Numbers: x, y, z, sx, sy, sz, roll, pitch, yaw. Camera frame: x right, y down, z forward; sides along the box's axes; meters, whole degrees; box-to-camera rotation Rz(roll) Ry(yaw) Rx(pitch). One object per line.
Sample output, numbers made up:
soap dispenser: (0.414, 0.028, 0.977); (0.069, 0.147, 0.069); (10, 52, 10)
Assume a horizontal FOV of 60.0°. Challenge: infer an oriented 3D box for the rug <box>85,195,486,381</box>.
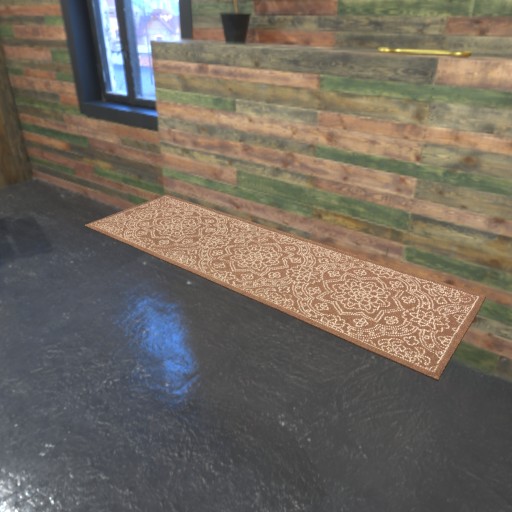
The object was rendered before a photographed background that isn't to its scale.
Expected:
rug: (0.000, 0.000, 2.702); (2.448, 0.012, 0.769); (20, 34, 33)
